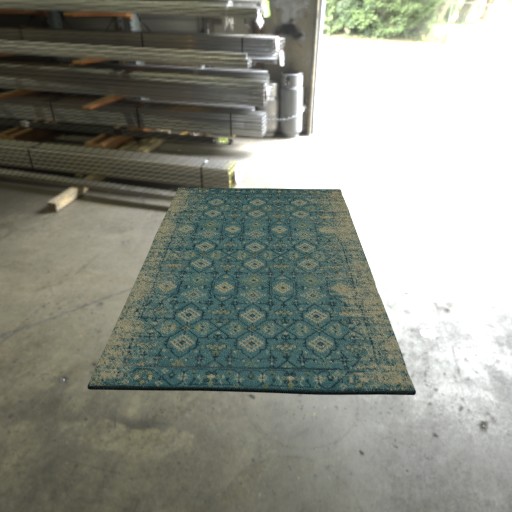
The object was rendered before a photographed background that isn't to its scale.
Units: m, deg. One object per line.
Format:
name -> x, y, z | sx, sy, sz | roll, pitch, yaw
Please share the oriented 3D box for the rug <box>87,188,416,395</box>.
rug -> 0.000, 0.000, 3.080 | 1.530, 0.015, 2.449 | 1, 31, 1
